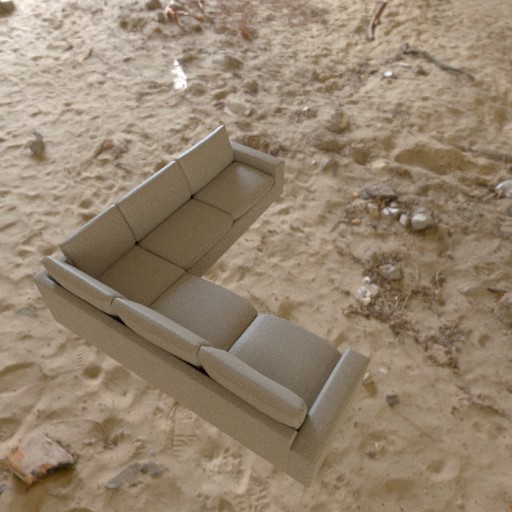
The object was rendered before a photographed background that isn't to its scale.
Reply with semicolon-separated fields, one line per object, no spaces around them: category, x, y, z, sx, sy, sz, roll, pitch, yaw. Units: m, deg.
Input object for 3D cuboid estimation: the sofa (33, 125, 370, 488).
sofa;0.000;0.000;4.063;2.622;0.800;2.742;25;51;22
